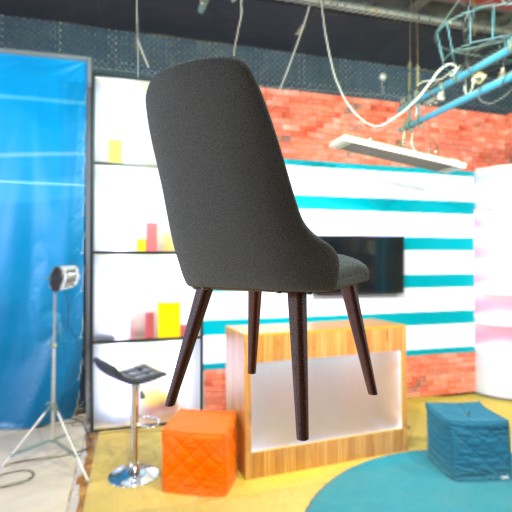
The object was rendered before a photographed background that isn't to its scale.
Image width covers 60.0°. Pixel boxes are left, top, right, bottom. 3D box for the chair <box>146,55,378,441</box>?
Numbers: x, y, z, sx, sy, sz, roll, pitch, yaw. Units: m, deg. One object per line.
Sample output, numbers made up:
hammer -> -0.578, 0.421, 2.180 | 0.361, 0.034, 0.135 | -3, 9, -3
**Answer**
chair -> 0.000, 0.000, 1.349 | 0.535, 0.918, 0.707 | -1, -1, 35
